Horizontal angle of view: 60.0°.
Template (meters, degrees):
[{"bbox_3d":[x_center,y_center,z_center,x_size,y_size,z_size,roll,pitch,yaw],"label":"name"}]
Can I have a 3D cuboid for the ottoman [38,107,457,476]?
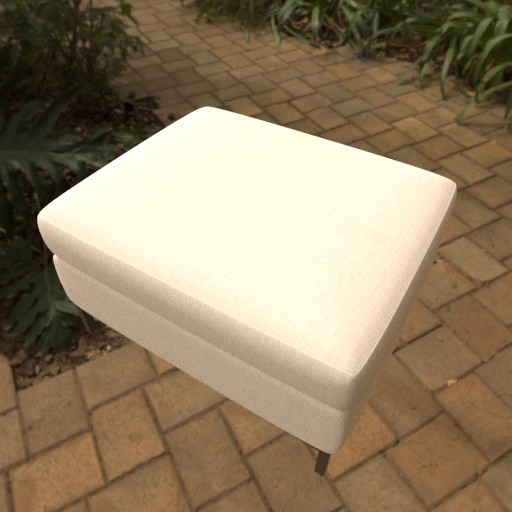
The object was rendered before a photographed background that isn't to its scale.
[{"bbox_3d":[0.000,0.000,1.143,0.794,0.453,0.657,24,49,22],"label":"ottoman"}]
